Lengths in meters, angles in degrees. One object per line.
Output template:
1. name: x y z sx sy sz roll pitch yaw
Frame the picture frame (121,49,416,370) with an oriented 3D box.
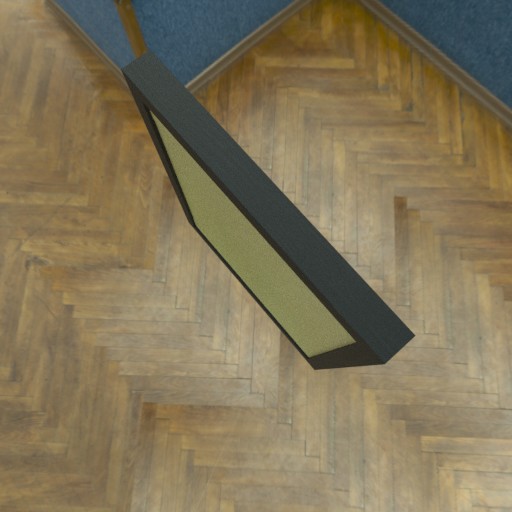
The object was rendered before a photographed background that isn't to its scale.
1. picture frame: 0.000 0.000 0.761 0.044 0.555 0.452 -39 78 -10
